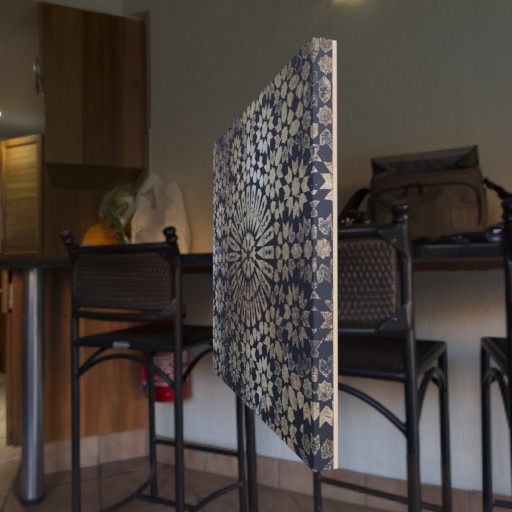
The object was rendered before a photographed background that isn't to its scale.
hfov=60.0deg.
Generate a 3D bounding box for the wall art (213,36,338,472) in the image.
[{"bbox_3d":[0.000,0.000,0.915,0.038,0.612,0.612,0,-1,-19],"label":"wall art"}]
